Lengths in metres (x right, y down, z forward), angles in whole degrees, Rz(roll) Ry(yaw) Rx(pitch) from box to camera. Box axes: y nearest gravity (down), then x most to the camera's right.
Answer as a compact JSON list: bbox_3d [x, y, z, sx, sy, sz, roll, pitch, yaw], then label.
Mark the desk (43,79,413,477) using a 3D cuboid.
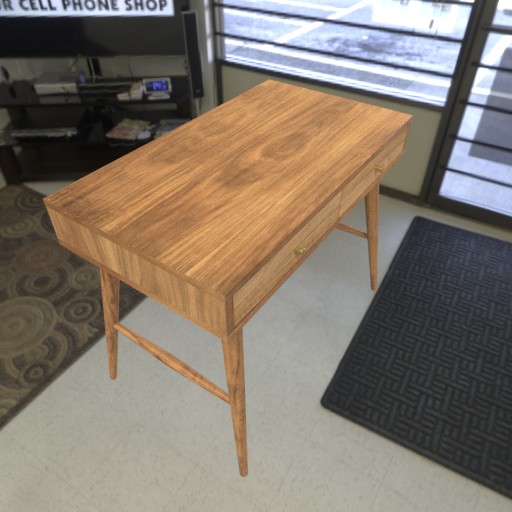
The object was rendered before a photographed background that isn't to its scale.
[{"bbox_3d":[0.000,0.000,1.458,0.588,0.758,0.949,25,47,26],"label":"desk"}]
